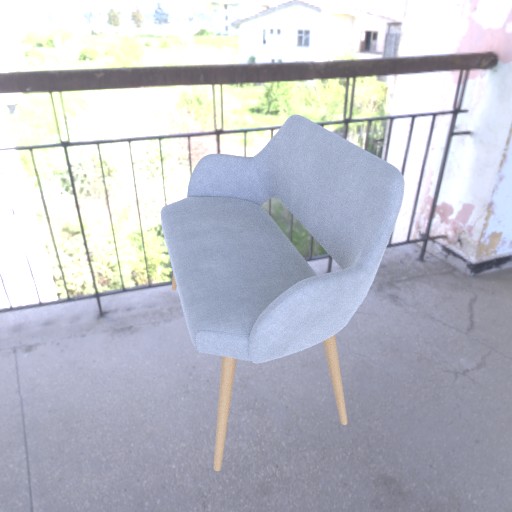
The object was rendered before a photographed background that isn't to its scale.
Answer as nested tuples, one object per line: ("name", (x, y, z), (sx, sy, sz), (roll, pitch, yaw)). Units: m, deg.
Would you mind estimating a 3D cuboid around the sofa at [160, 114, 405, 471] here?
("sofa", (0.000, 0.000, 1.623), (0.610, 0.840, 1.150), (-8, 30, -14))
